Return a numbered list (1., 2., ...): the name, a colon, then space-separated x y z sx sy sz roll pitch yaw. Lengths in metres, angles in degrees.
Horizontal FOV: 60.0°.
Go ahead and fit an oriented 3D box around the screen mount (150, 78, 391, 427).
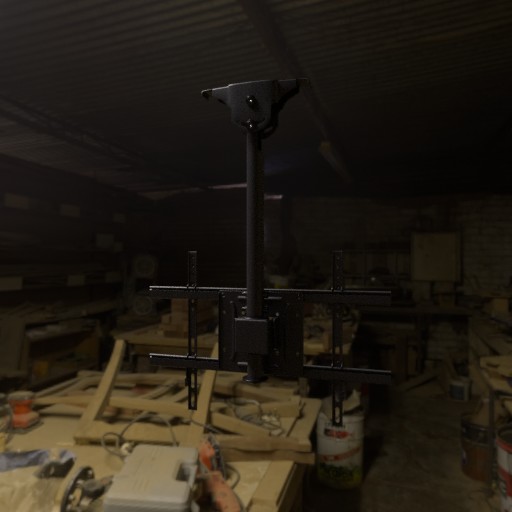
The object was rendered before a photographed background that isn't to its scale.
1. screen mount: 0.000 0.000 1.022 0.595 0.775 0.090 0 0 17
